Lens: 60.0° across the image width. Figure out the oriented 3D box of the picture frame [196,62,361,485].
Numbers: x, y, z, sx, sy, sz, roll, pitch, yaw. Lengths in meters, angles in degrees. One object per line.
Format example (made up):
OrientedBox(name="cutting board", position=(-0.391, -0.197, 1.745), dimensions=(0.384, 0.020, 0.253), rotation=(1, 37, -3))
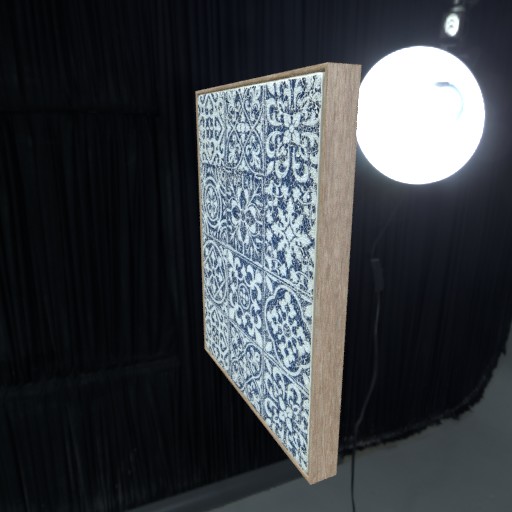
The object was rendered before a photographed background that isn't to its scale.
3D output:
OrientedBox(name="picture frame", position=(0.000, 0.000, 0.716), dimensions=(0.043, 0.526, 0.424), rotation=(-8, 18, -25))
